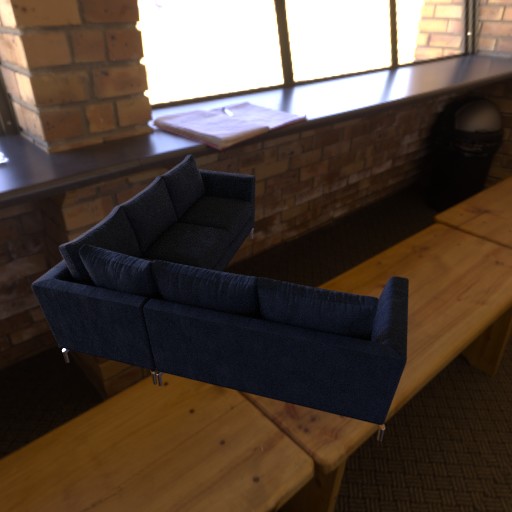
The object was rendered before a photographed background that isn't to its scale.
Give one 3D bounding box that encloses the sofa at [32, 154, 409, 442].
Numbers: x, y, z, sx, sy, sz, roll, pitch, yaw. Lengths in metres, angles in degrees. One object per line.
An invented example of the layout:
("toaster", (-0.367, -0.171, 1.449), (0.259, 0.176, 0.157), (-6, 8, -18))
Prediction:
("sofa", (0.000, 0.000, 3.847), (2.472, 0.988, 2.463), (9, 32, 15))
